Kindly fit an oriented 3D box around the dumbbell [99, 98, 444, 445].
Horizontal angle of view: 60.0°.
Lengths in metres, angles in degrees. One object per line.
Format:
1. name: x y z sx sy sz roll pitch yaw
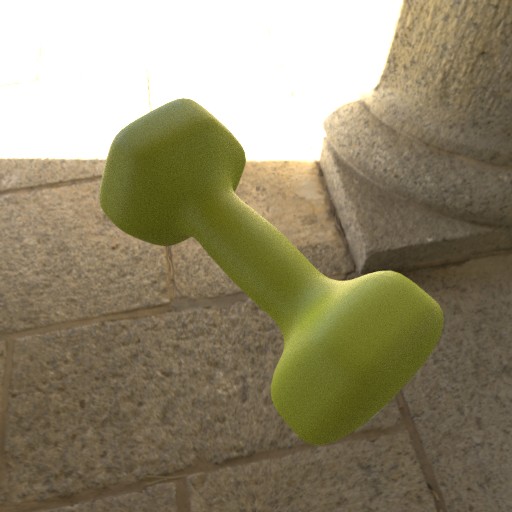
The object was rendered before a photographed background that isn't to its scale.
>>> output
1. dumbbell: 0.000 0.000 0.202 0.080 0.072 0.164 -36 65 -20
